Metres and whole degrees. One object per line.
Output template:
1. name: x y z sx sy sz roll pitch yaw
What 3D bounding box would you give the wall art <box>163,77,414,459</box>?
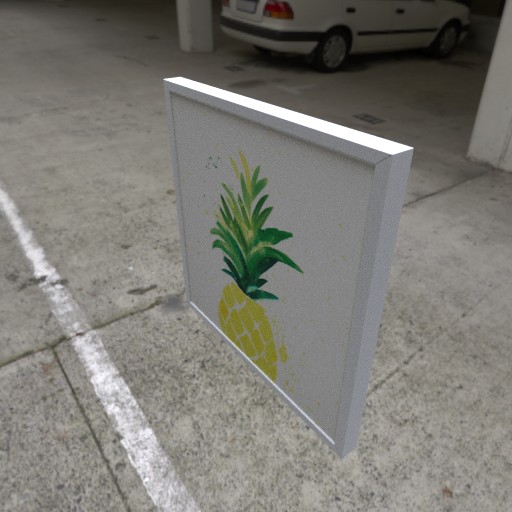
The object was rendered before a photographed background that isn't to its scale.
1. wall art: 0.000 0.000 0.765 0.035 0.507 0.508 -22 38 -31
